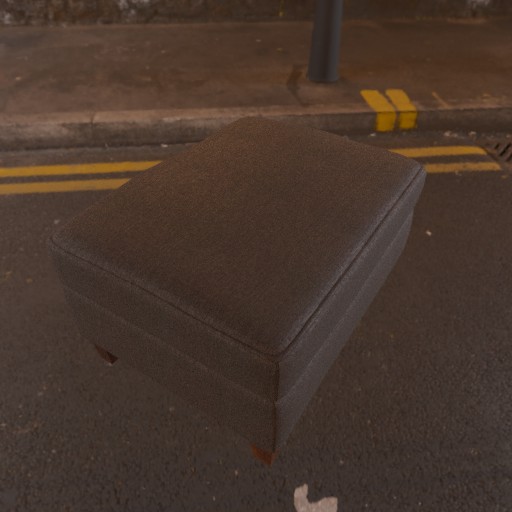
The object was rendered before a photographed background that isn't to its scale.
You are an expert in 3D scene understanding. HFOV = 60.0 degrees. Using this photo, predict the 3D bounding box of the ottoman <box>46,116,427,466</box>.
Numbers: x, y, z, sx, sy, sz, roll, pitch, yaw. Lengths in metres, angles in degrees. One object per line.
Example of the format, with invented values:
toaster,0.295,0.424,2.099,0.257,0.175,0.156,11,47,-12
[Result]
ottoman,0.000,0.000,1.217,0.639,0.496,0.826,23,45,25
